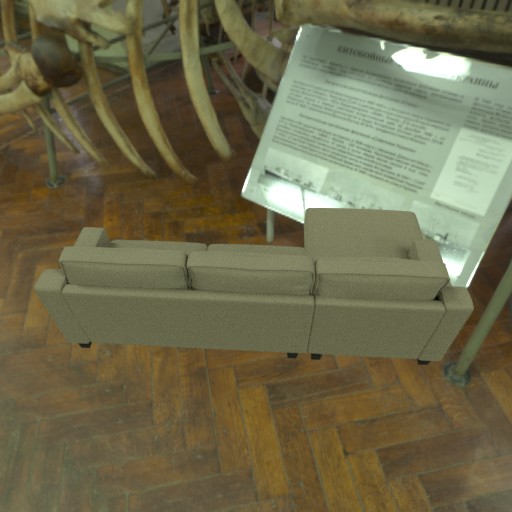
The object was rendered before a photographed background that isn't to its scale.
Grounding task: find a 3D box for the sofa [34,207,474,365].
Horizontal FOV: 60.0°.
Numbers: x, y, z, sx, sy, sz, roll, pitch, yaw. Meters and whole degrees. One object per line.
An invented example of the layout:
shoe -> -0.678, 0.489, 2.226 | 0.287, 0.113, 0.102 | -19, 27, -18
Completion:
sofa -> 0.000, 0.000, 3.212 | 2.561, 0.928, 1.294 | 2, 44, 2
